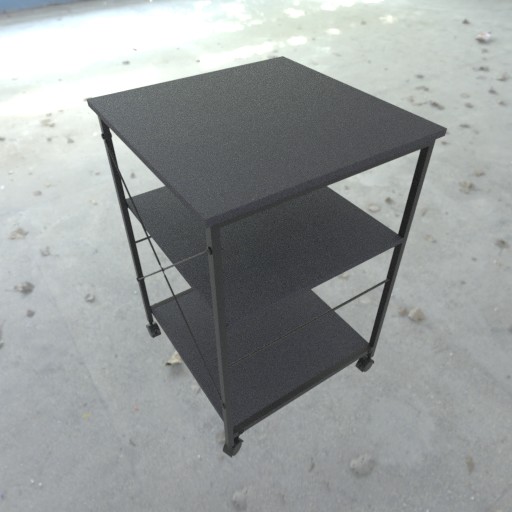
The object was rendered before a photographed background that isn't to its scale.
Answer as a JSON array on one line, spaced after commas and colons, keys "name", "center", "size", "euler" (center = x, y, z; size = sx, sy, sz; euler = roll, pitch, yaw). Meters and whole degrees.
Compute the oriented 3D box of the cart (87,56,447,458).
[{"name": "cart", "center": [0.000, 0.000, 1.139], "size": [0.520, 0.762, 0.521], "euler": [-24, 46, -25]}]
